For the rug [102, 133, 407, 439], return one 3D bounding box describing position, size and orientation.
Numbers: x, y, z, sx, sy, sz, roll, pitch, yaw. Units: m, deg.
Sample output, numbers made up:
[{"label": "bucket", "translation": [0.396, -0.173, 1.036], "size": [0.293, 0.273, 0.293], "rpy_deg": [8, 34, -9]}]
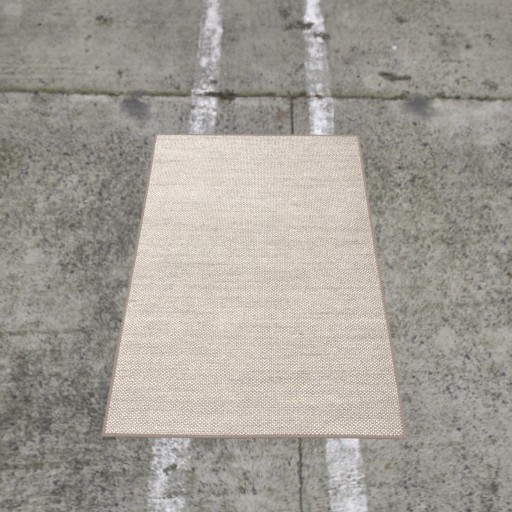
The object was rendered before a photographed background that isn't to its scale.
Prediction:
[{"label": "rug", "translation": [0.000, 0.000, 2.739], "size": [1.517, 0.013, 2.115], "rpy_deg": [0, 59, 0]}]
